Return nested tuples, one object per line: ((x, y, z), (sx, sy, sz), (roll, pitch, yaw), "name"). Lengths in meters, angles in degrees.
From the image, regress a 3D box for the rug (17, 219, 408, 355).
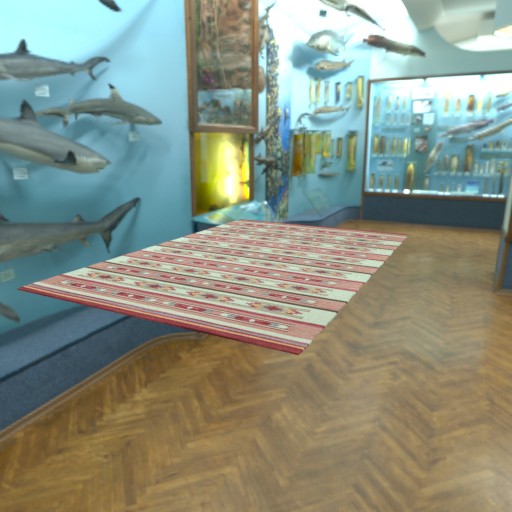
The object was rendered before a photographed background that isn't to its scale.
((0.000, 0.000, 2.283), (1.223, 0.008, 1.817), (7, 16, 27), "rug")
